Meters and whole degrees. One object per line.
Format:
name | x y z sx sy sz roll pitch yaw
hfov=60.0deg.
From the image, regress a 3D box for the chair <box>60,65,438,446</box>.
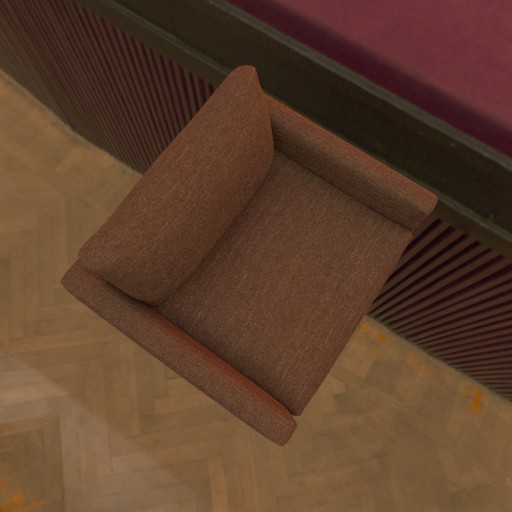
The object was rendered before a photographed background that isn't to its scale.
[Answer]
chair | 0.000 0.000 1.560 0.845 0.841 0.940 34 77 9
